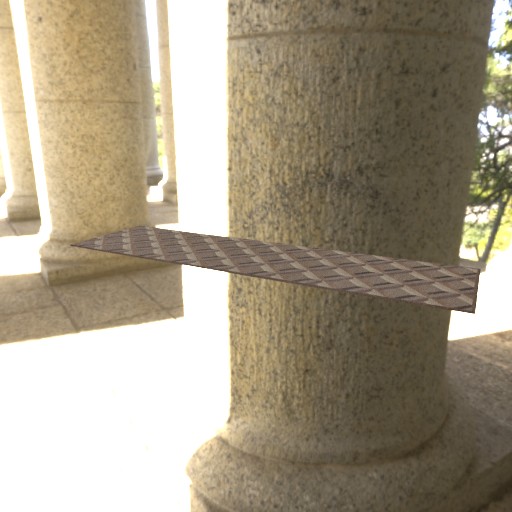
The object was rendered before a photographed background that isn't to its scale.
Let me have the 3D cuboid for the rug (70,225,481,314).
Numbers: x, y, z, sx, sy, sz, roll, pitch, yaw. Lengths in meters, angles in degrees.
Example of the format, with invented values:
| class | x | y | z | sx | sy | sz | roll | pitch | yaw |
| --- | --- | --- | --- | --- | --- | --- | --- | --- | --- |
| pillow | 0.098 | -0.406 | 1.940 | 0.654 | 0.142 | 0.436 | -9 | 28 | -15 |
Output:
| class | x | y | z | sx | sy | sz | roll | pitch | yaw |
| --- | --- | --- | --- | --- | --- | --- | --- | --- | --- |
| rug | 0.000 | 0.000 | 2.692 | 2.437 | 0.013 | 0.685 | 8 | 18 | 26 |
